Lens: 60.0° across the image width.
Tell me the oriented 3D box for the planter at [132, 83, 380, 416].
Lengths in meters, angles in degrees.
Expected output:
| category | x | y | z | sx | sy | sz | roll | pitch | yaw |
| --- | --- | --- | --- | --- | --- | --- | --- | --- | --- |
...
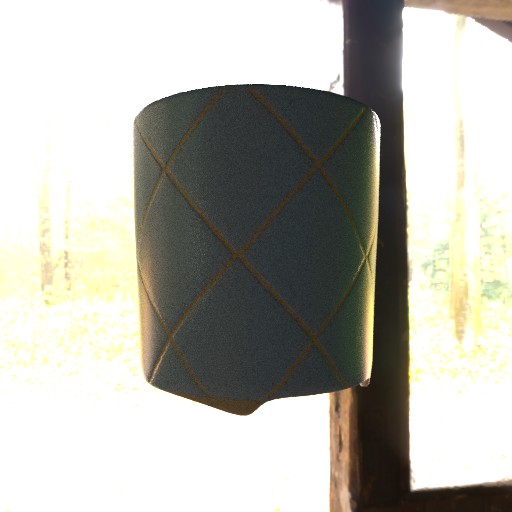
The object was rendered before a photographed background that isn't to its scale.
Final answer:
| category | x | y | z | sx | sy | sz | roll | pitch | yaw |
| --- | --- | --- | --- | --- | --- | --- | --- | --- | --- |
| planter | 0.000 | 0.000 | 0.418 | 0.227 | 0.235 | 0.227 | 0 | -2 | 0 |
